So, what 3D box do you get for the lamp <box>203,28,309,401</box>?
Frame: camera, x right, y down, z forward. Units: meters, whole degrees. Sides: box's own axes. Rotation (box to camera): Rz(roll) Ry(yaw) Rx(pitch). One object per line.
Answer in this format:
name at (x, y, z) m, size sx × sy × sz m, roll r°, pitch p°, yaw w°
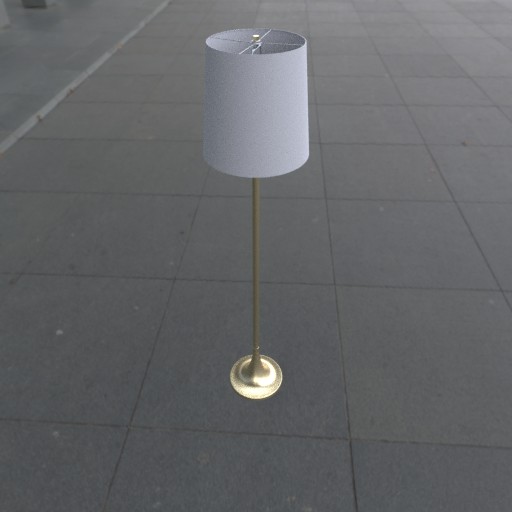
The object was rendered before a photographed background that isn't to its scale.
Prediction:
lamp at (0.000, 0.000, 1.690) m, size 0.337 × 1.543 × 0.337 m, roll 0°, pitch 39°, yaw 0°
